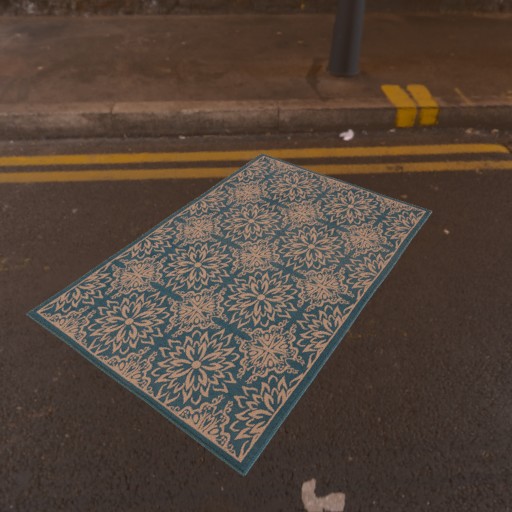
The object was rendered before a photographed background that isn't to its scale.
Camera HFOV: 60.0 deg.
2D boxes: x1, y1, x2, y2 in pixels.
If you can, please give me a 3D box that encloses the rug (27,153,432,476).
[{"bbox_3d":[0.000,0.000,2.273,1.211,0.012,1.833,25,47,26],"label":"rug"}]
